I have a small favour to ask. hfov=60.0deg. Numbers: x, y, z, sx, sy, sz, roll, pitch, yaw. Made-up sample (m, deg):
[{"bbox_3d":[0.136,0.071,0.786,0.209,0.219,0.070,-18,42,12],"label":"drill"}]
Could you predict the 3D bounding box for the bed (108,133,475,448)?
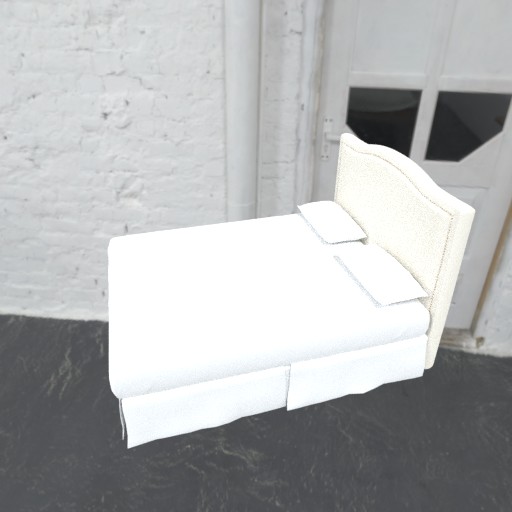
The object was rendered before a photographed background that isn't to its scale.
[{"bbox_3d":[0.000,0.000,3.420,2.282,1.436,1.821,-8,32,-13],"label":"bed"}]
